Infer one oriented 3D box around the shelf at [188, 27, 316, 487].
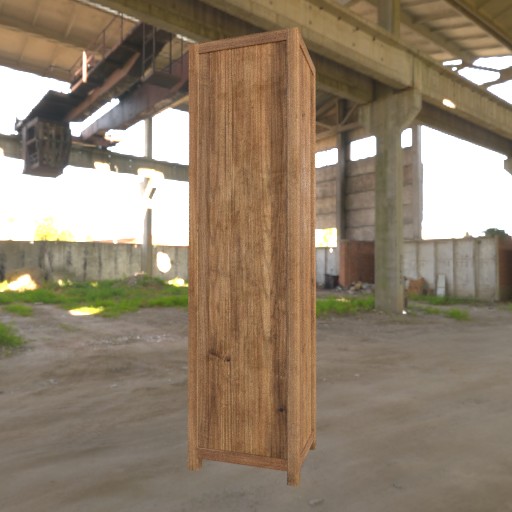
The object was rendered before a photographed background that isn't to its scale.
[{"bbox_3d":[0.000,0.000,2.108,0.500,1.900,0.428,0,-1,18],"label":"shelf"}]
